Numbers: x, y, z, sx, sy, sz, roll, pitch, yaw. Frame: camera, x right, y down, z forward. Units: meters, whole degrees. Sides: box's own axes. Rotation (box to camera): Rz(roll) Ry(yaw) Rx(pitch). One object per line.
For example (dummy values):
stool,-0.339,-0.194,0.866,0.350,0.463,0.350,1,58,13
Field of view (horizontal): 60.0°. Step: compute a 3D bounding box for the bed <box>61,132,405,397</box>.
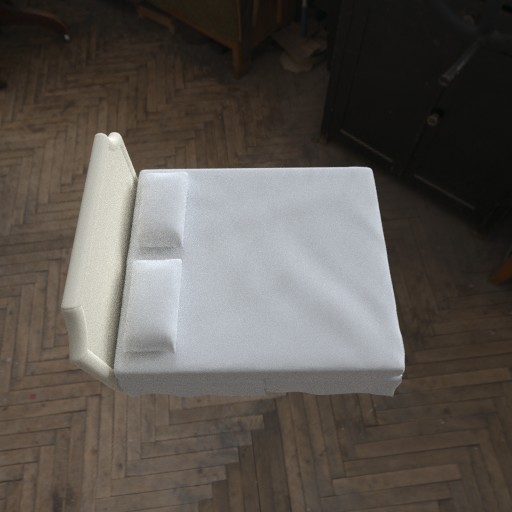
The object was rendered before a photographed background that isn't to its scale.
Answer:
bed,0.000,0.000,4.180,2.773,1.590,2.350,-1,63,0
